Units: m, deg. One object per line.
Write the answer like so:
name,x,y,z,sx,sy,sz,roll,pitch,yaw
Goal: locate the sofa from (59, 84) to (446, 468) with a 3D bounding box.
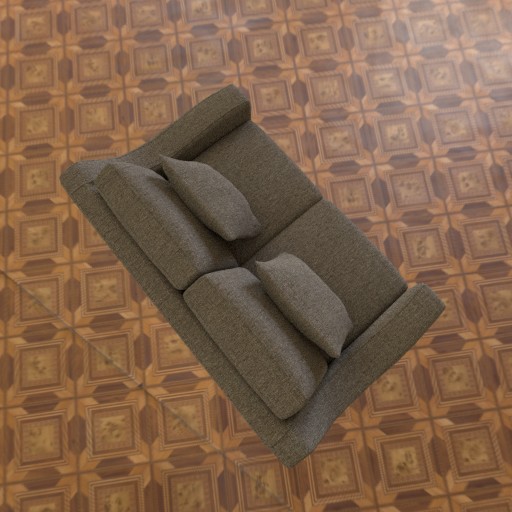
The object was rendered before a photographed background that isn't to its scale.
sofa,0.000,0.000,2.428,1.120,0.991,1.778,-39,79,-9
